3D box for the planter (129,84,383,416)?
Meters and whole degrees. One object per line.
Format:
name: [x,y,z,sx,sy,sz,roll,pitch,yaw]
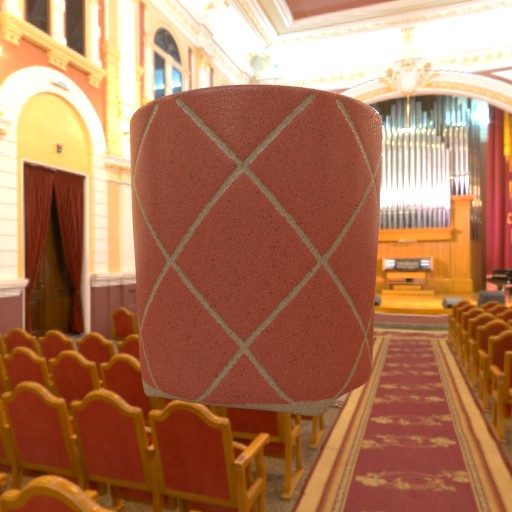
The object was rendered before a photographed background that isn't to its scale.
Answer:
planter: [0.000,0.000,0.414,0.227,0.235,0.227,0,0,0]
